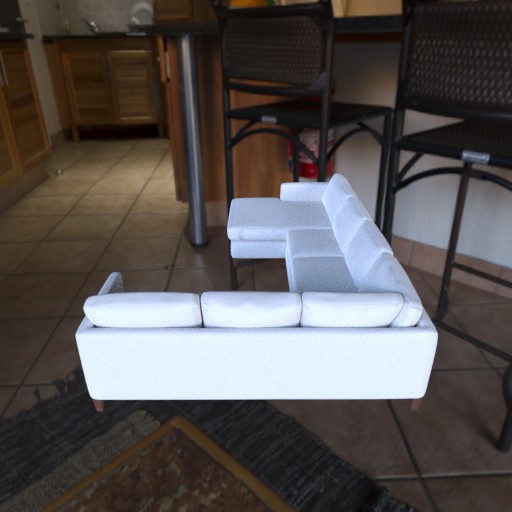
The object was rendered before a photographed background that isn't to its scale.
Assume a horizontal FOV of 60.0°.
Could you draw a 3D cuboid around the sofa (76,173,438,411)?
[{"bbox_3d":[0.000,0.000,4.715,2.593,0.956,3.459,0,27,0],"label":"sofa"}]
